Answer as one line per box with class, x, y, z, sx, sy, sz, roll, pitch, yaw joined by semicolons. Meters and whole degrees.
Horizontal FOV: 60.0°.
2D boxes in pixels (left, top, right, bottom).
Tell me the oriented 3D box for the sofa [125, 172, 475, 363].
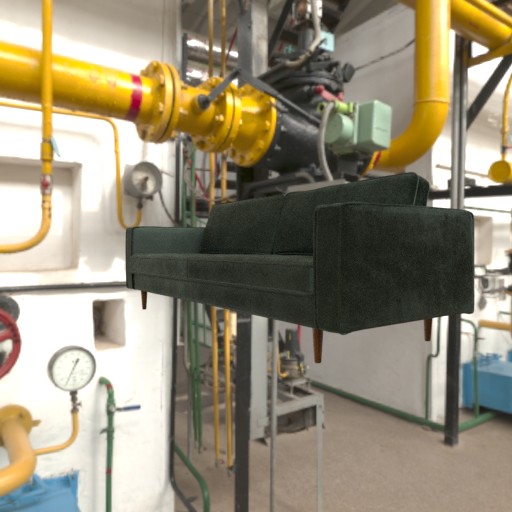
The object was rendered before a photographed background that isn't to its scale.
sofa;0.000;0.000;2.615;0.886;0.781;2.214;-1;1;-35
